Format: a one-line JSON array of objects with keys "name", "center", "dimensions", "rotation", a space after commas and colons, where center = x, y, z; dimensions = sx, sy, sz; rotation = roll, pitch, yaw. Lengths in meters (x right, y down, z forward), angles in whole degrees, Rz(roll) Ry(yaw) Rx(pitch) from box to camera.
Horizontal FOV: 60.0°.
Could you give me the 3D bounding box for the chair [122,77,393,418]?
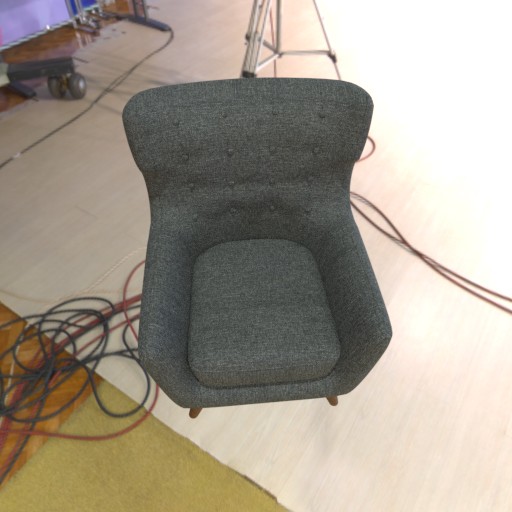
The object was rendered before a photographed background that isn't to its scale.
[{"name": "chair", "center": [0.000, 0.000, 1.743], "dimensions": [0.878, 1.063, 0.904], "rotation": [-4, 48, -3]}]
